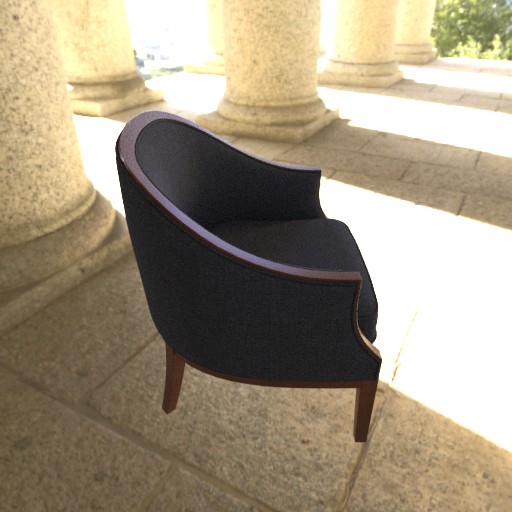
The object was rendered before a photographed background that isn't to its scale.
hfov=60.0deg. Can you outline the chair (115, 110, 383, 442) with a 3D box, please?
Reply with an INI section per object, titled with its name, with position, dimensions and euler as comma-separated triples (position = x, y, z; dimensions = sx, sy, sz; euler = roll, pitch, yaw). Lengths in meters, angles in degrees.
[chair]
position = 0.000, 0.000, 1.458
dimensions = 0.735, 0.876, 0.803
euler = 0, 31, 0
